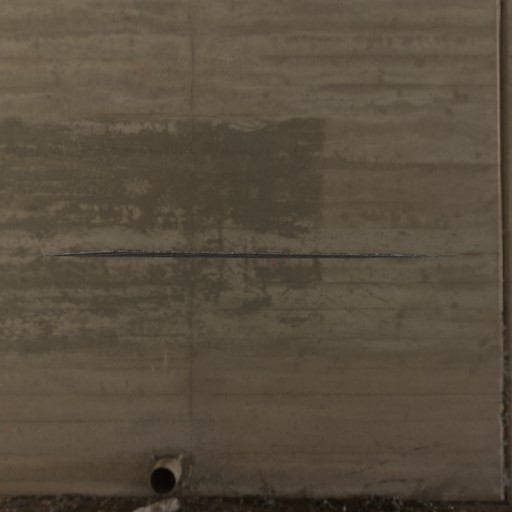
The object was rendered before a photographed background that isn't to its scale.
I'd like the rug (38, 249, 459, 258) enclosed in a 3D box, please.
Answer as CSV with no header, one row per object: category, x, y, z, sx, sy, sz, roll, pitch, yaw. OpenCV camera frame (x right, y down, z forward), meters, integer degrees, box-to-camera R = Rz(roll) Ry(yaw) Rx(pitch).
rug,0.000,0.000,3.000,2.434,0.015,1.520,1,-1,-36
